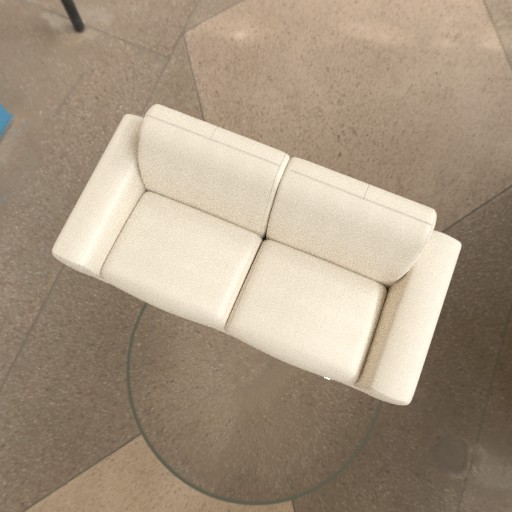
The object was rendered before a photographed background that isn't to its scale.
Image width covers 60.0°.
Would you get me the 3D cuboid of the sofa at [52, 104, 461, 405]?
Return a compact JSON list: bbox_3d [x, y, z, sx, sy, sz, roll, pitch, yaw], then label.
[{"bbox_3d":[0.000,0.000,2.361,1.901,0.772,0.900,22,77,5],"label":"sofa"}]
